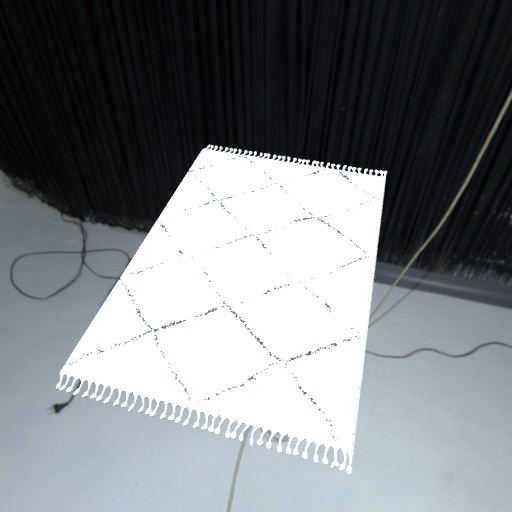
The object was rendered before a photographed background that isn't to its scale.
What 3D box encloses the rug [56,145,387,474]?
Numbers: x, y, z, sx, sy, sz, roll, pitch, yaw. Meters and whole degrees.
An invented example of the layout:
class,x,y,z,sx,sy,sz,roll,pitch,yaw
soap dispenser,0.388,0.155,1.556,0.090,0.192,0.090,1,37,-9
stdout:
class,x,y,z,sx,sy,sz,roll,pitch,yaw
rug,0.000,0.000,2.828,1.494,0.031,2.307,11,47,10
